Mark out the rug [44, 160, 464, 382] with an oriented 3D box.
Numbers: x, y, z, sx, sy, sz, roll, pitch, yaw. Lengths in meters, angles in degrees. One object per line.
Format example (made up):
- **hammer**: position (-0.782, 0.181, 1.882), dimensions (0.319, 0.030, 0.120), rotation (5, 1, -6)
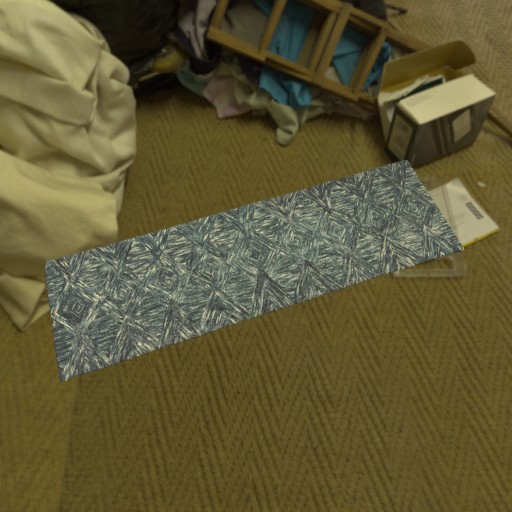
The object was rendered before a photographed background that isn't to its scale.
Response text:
- **rug**: position (0.000, 0.000, 2.532), dimensions (2.306, 0.013, 0.719), rotation (-17, 63, -9)
